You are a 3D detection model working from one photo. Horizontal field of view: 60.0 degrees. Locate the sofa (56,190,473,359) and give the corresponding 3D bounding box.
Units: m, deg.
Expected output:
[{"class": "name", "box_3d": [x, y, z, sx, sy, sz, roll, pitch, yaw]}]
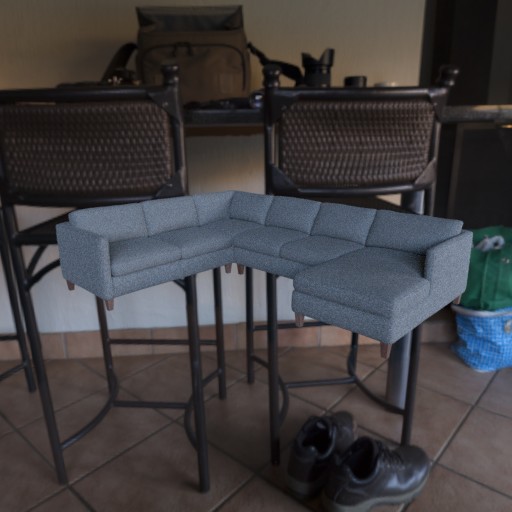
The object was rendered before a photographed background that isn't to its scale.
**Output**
[{"class": "sofa", "box_3d": [0.000, 0.000, 4.355, 3.238, 0.853, 2.551, 14, 21, 41]}]
